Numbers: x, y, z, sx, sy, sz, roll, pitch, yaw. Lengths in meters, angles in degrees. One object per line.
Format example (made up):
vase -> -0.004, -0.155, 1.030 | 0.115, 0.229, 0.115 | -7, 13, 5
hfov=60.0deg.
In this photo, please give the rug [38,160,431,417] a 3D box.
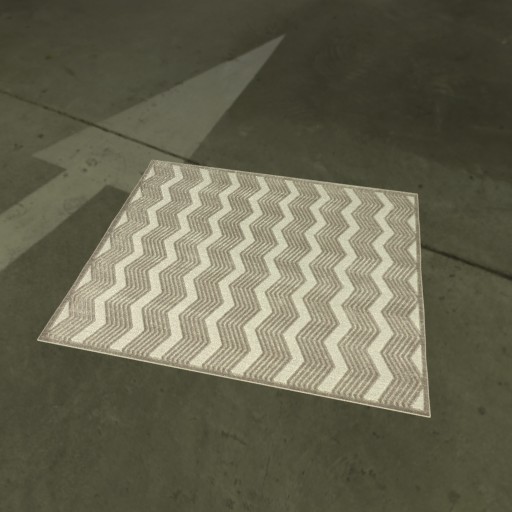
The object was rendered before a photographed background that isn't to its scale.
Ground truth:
rug -> 0.000, 0.000, 3.945 | 2.880, 0.005, 2.391 | 9, 48, 8
